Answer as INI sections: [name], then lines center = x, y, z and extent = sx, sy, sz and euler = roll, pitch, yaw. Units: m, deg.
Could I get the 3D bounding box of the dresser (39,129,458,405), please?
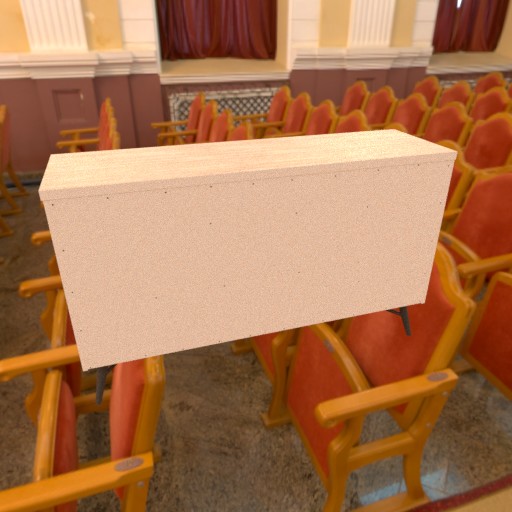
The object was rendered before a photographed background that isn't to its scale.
[dresser]
center = 0.000, 0.000, 1.947
extent = 1.524, 0.914, 0.457
euler = -8, 29, -16
